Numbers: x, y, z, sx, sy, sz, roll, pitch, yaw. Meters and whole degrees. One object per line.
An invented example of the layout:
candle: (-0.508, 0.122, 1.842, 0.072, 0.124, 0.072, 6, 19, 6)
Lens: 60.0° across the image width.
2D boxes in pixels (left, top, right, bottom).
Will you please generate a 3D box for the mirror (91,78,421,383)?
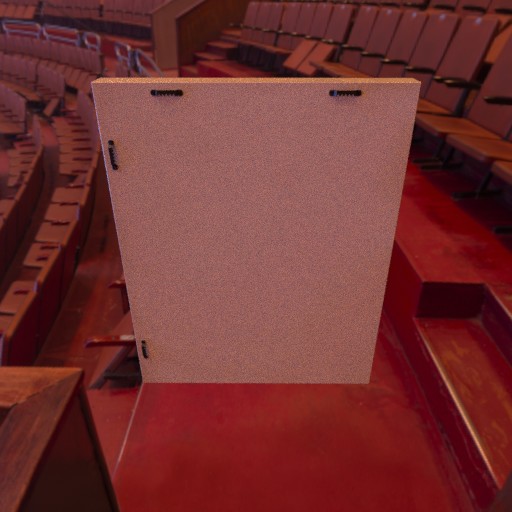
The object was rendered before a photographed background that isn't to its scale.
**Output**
mirror: (0.000, 0.000, 0.683, 0.406, 0.509, 0.041, 0, 30, 0)
